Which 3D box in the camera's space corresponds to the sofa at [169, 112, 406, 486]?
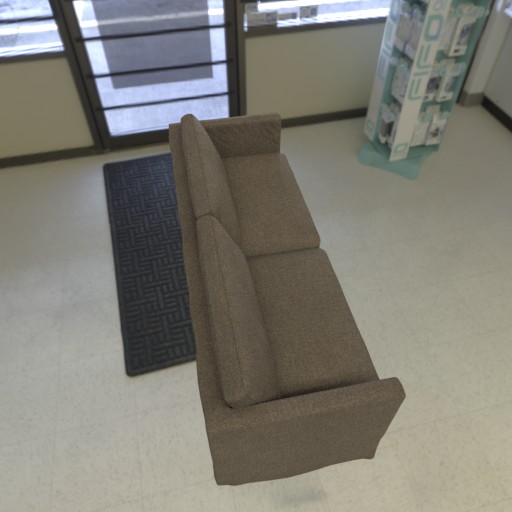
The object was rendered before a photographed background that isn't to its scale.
[{"bbox_3d":[0.000,0.000,3.262,1.036,0.998,2.779,-8,48,-8],"label":"sofa"}]
